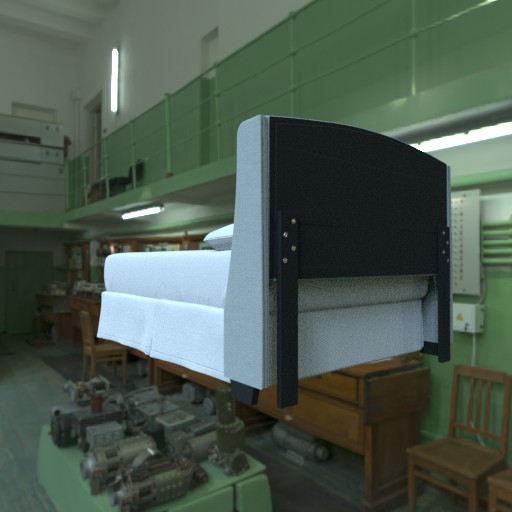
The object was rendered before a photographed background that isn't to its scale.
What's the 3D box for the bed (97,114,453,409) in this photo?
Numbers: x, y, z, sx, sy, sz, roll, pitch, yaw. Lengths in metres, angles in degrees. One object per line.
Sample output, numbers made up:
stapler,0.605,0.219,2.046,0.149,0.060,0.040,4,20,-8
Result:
bed,0.000,0.000,3.354,1.710,1.407,2.237,0,-1,-39
